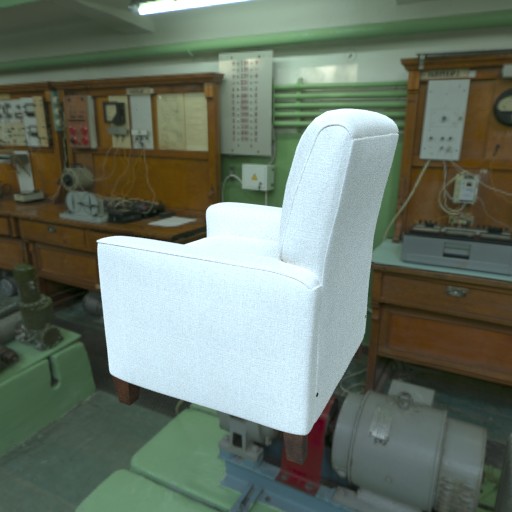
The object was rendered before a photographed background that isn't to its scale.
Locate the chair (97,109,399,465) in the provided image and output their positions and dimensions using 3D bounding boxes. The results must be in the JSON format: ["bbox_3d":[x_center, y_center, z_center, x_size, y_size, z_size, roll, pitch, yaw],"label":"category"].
[{"bbox_3d":[0.000,0.000,1.653,0.858,1.028,0.841,8,18,25],"label":"chair"}]
